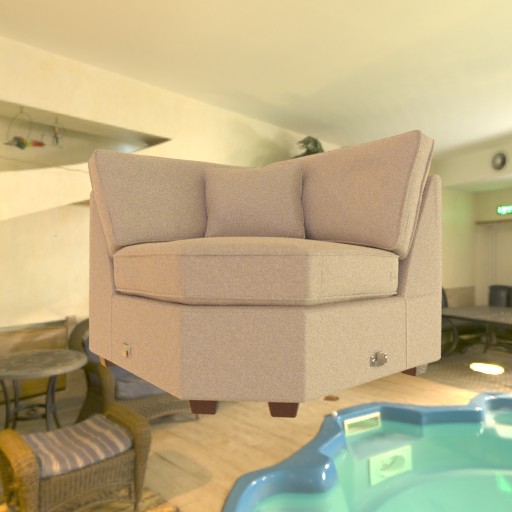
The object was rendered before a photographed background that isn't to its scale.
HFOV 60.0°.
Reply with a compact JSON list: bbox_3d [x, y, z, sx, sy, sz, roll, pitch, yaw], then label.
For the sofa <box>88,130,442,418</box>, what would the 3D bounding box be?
[{"bbox_3d":[0.000,0.000,1.782,1.050,0.937,1.042,0,1,-38],"label":"sofa"}]
